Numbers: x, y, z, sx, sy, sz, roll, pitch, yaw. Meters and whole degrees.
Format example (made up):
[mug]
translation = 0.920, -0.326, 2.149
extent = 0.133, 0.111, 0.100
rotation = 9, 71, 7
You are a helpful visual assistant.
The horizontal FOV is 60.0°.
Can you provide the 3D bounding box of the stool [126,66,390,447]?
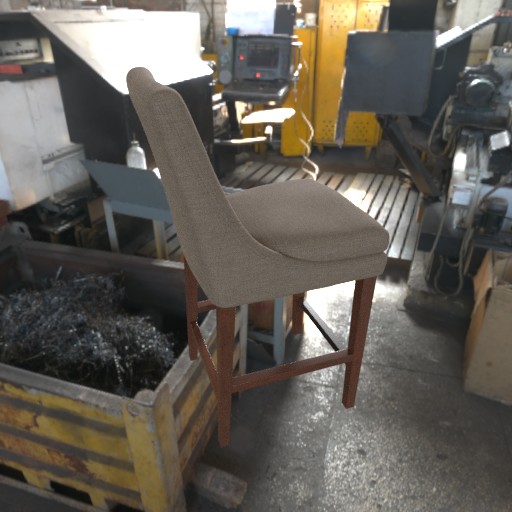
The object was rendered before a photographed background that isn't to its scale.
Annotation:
[stool]
translation = 0.000, 0.000, 1.266
extent = 0.577, 0.981, 0.470
rotation = -10, 31, -18
